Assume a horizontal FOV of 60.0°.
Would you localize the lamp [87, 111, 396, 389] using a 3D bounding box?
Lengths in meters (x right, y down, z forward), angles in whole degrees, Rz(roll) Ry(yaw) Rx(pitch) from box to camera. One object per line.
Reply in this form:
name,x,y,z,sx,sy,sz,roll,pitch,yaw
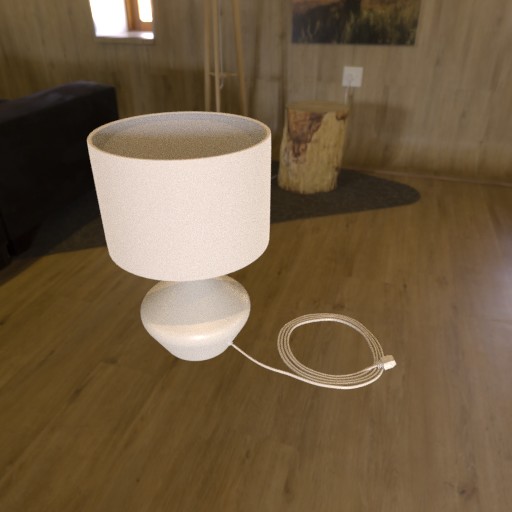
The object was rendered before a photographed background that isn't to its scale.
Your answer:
lamp,0.000,0.000,0.844,0.546,0.457,0.401,19,35,29
